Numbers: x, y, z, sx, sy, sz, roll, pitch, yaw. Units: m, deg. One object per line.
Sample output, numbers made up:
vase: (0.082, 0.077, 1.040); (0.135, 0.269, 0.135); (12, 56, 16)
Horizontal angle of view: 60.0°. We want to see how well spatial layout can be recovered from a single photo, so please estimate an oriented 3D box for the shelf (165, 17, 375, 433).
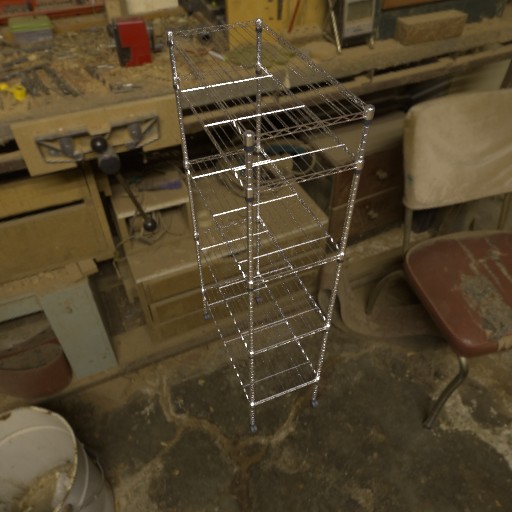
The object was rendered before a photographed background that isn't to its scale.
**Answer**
shelf: (0.000, 0.000, 1.856); (0.356, 1.587, 0.762); (-16, 48, -16)
